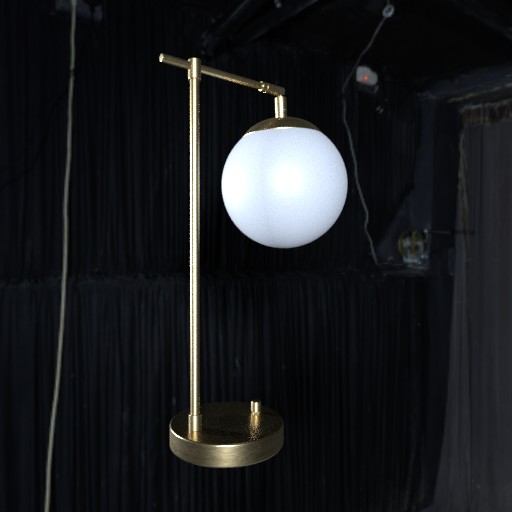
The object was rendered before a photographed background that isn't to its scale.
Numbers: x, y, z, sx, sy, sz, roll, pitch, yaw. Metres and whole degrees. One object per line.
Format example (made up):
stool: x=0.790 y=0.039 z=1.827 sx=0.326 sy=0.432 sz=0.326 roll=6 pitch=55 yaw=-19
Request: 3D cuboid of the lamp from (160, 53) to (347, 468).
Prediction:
lamp: x=0.000 y=0.000 z=0.701 sx=0.324 sy=0.559 sz=0.207 roll=0 pitch=1 yaw=-38
